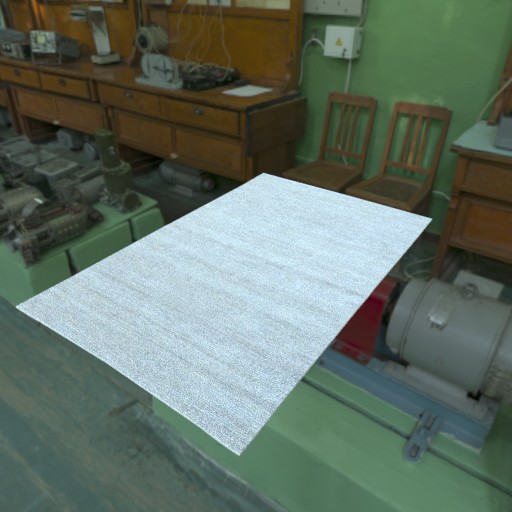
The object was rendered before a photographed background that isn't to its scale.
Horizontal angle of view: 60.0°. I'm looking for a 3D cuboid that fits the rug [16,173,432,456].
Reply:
[{"bbox_3d":[0.000,0.000,2.191,1.179,0.022,1.820,21,38,30],"label":"rug"}]
